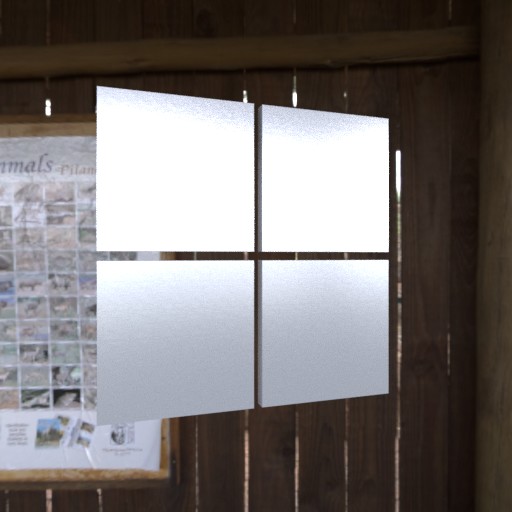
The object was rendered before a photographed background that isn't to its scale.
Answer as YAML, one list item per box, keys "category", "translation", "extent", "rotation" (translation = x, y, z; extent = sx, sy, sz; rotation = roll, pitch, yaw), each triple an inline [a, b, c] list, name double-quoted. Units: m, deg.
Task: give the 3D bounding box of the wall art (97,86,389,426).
- category: "wall art"
  translation: [0.000, 0.000, 0.905]
  extent: [0.611, 0.611, 0.029]
  rotation: [0, 0, -18]
